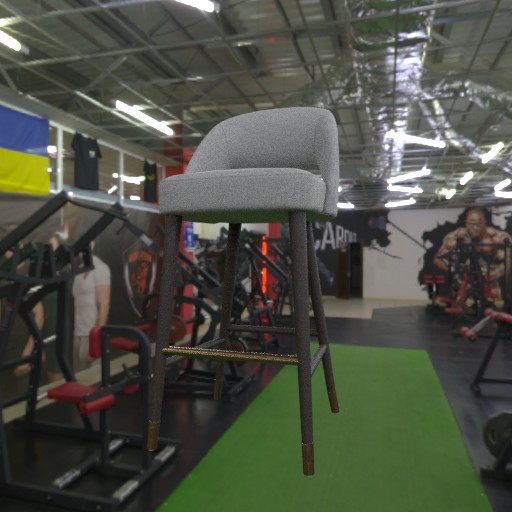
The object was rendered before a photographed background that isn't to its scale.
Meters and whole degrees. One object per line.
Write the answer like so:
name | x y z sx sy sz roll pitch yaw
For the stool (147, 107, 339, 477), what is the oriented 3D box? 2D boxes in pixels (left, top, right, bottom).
stool | 0.000 0.000 1.347 0.494 1.037 0.509 0 1 19
